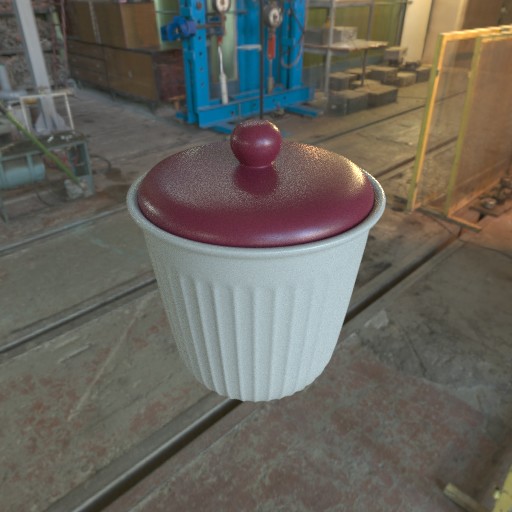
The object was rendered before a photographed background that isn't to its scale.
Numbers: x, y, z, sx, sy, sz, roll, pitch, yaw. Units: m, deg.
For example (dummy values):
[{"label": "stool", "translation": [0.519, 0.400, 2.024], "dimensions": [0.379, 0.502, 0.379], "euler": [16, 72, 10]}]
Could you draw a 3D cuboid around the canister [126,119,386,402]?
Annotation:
[{"label": "canister", "translation": [0.000, 0.000, 0.349], "dimensions": [0.181, 0.211, 0.181], "euler": [0, 32, 0]}]
